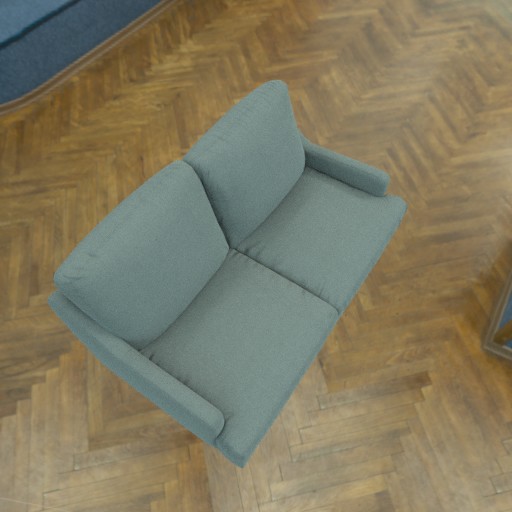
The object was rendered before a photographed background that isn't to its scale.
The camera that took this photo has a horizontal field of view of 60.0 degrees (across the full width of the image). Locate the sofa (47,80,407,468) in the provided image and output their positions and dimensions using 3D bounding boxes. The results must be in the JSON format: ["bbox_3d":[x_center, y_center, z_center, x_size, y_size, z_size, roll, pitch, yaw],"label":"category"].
[{"bbox_3d":[0.000,0.000,2.170,0.987,0.921,1.589,30,61,18],"label":"sofa"}]
